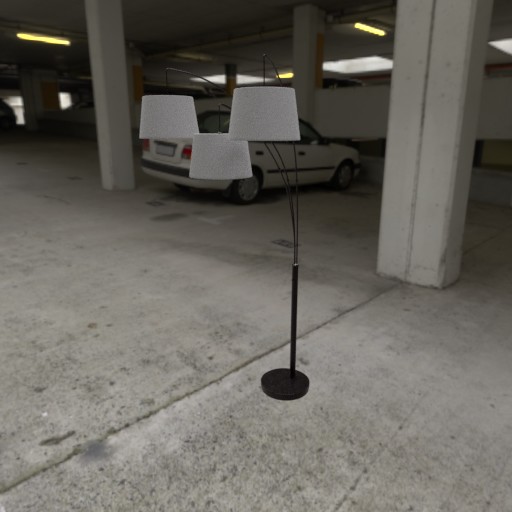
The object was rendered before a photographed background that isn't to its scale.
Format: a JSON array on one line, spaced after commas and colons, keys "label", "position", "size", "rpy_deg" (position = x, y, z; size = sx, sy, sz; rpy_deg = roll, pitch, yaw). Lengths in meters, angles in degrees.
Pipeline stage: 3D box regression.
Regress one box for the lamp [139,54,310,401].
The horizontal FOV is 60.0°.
[{"label": "lamp", "position": [0.000, 0.000, 2.479], "size": [0.951, 1.950, 0.924], "rpy_deg": [14, 21, 41]}]
